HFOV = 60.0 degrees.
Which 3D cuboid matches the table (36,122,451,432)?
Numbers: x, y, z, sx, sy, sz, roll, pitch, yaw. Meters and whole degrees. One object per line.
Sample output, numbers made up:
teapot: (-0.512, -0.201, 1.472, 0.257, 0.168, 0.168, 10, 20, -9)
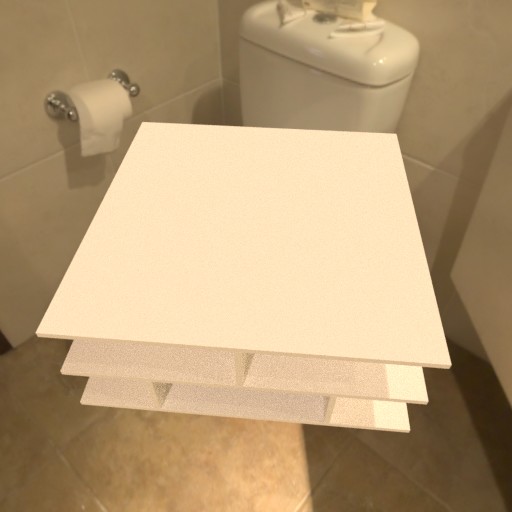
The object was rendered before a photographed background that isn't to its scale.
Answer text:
table: (0.000, 0.000, 1.085, 0.700, 0.289, 0.700, 4, 47, 3)
